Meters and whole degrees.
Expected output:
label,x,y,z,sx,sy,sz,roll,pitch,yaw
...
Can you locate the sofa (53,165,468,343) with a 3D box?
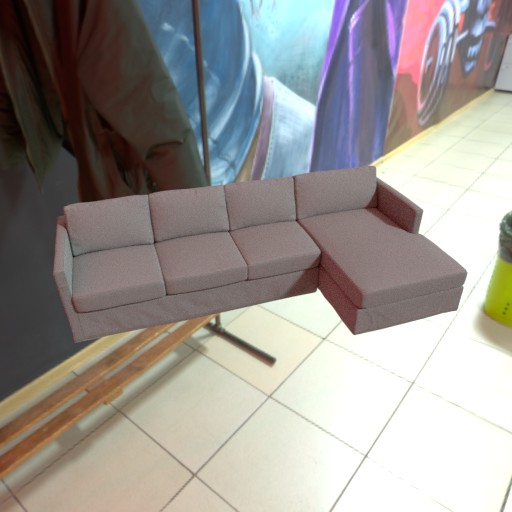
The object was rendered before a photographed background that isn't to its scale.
label,x,y,z,sx,sy,sz,roll,pitch,yaw
sofa,0.000,0.000,3.839,3.177,0.867,1.622,-10,34,-16
